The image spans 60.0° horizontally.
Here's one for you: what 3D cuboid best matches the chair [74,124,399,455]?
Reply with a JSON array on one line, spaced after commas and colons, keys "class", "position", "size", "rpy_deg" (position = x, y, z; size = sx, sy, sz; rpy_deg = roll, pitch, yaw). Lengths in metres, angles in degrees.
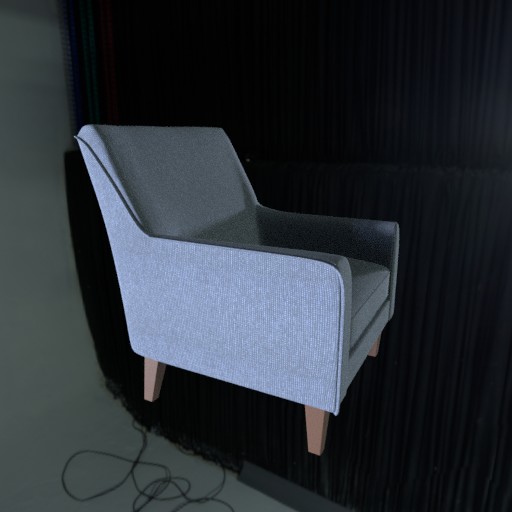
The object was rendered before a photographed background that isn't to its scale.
[{"class": "chair", "position": [0.000, 0.000, 1.621], "size": [0.899, 0.919, 0.780], "rpy_deg": [8, 17, 27]}]
